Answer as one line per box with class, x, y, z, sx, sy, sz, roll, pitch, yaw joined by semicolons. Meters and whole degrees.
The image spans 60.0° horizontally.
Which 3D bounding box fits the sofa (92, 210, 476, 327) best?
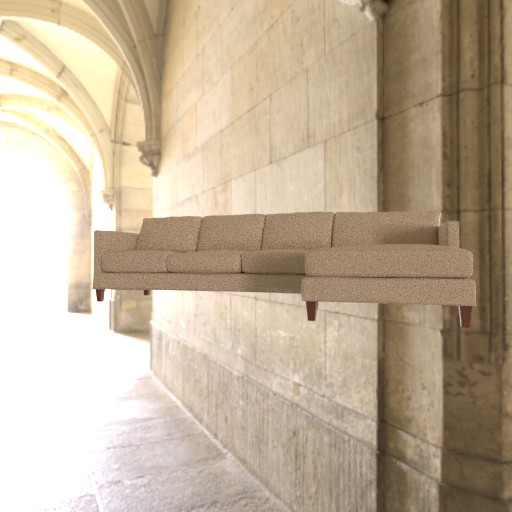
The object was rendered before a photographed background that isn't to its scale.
sofa;0.000;0.000;3.803;3.186;0.861;1.625;0;-1;18
